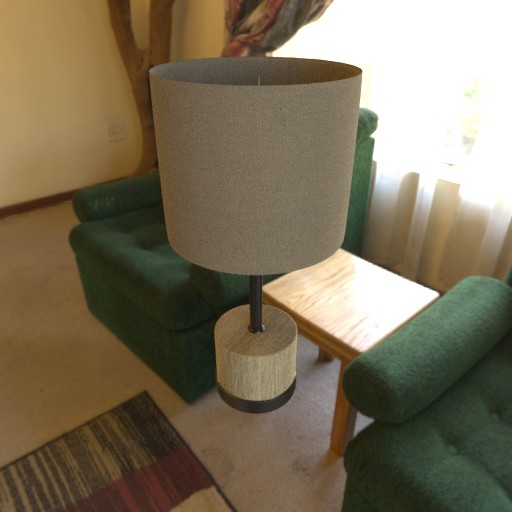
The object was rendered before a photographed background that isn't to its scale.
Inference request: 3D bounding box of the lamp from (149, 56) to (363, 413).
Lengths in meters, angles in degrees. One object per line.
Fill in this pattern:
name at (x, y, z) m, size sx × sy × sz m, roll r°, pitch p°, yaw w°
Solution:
lamp at (0.000, 0.000, 0.597) m, size 0.229 × 0.470 × 0.229 m, roll 17°, pitch 34°, yaw 27°
